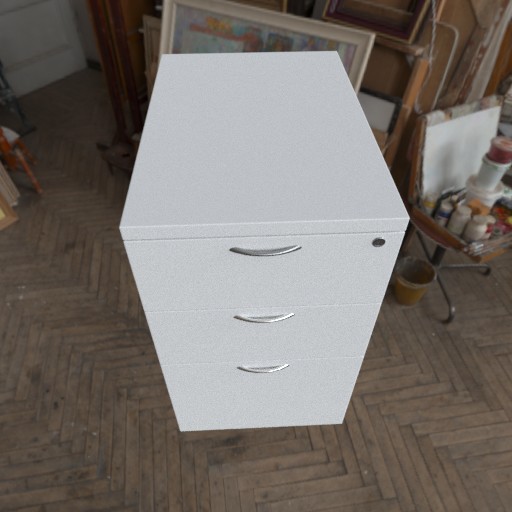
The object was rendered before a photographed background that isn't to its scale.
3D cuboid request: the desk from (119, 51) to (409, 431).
[{"bbox_3d":[0.000,0.000,1.076,0.404,0.730,0.600,-2,46,-2],"label":"desk"}]
